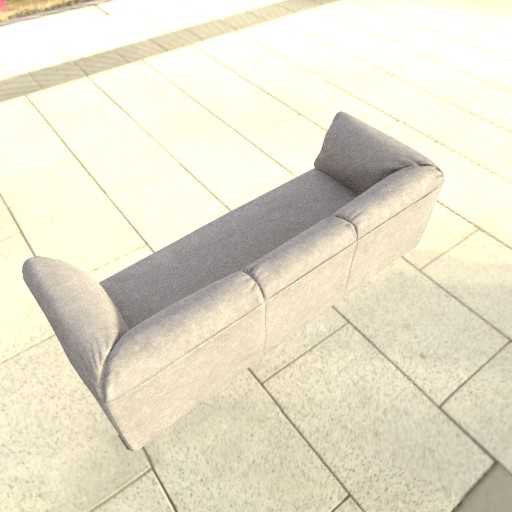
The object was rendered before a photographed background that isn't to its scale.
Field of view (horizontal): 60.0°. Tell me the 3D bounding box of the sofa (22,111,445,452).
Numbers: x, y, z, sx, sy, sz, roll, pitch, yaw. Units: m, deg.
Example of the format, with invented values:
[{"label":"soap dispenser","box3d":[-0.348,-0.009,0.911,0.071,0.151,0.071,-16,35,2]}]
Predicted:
[{"label":"sofa","box3d":[0.000,0.000,2.584,2.238,0.758,0.899,-31,55,-25]}]
